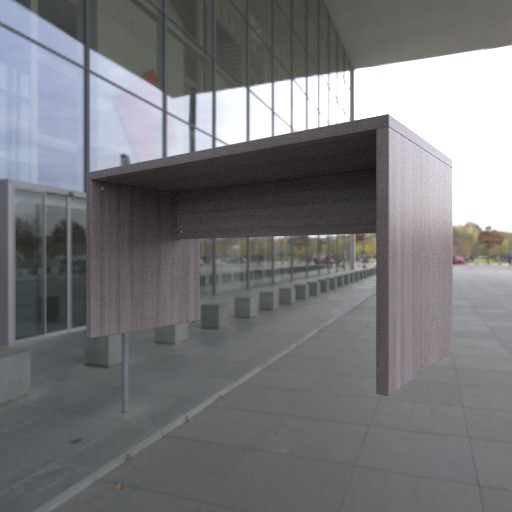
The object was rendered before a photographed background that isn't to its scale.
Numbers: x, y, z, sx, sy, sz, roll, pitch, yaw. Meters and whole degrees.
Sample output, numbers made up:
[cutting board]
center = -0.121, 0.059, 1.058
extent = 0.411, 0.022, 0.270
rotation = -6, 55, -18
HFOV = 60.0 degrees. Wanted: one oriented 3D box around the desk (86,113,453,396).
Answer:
[desk]
center = 0.000, 0.000, 1.846
extent = 1.380, 0.745, 0.690
rotation = 0, 0, 37
